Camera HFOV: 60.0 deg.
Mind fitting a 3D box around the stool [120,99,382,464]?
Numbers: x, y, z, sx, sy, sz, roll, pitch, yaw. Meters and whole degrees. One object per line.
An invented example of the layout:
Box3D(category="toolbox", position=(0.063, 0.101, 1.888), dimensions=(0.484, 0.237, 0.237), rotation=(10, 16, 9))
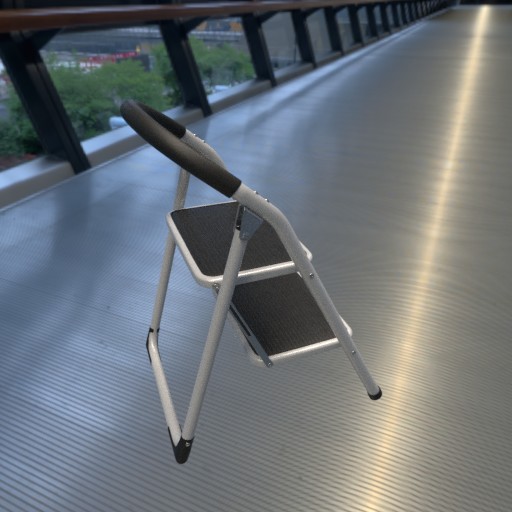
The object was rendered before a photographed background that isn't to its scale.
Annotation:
Box3D(category="stool", position=(0.000, 0.000, 1.092), dimensions=(0.559, 0.760, 0.453), rotation=(-11, 31, -18))
